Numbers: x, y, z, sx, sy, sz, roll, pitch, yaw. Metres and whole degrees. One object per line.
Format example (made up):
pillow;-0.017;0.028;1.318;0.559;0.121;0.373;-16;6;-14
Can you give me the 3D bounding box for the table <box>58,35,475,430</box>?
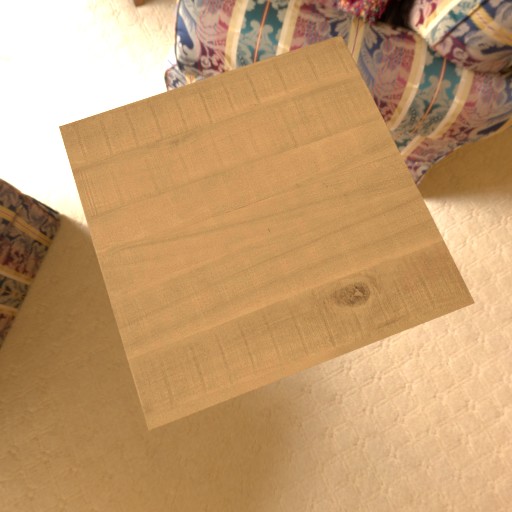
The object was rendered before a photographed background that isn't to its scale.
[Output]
table;0.000;0.000;0.980;0.507;0.589;0.503;-20;77;-5
